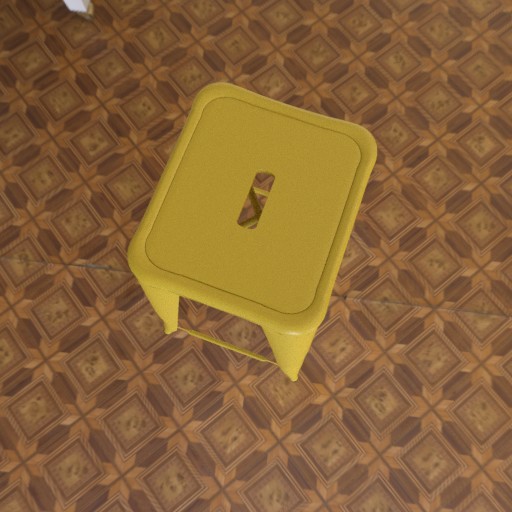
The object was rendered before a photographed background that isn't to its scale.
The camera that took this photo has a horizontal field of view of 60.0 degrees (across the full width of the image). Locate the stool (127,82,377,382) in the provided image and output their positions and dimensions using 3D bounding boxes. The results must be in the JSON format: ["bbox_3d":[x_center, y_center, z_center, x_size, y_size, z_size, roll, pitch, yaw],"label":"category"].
[{"bbox_3d":[0.000,0.000,0.852,0.359,0.609,0.399,19,77,5],"label":"stool"}]
